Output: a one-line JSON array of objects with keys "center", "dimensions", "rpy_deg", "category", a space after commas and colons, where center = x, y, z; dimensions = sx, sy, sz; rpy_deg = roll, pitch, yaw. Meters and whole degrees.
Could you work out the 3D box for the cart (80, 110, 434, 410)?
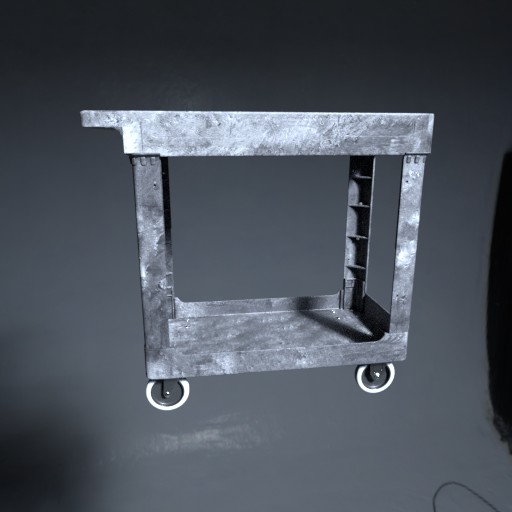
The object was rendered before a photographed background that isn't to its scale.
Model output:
[{"center": [0.000, 0.000, 1.367], "dimensions": [0.877, 0.824, 0.420], "rpy_deg": [-2, 15, -8], "category": "cart"}]
